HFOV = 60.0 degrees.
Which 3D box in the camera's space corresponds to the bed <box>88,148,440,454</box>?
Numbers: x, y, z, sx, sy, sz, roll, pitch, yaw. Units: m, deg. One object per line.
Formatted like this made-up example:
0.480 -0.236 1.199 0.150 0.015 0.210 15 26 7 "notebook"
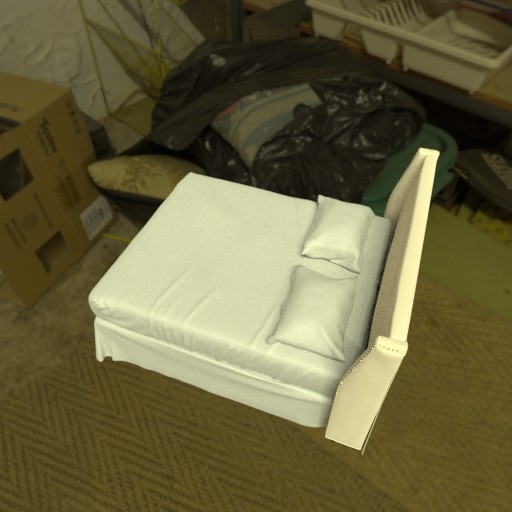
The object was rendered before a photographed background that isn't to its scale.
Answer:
0.000 0.000 3.476 2.276 1.332 1.925 15 48 14 "bed"
